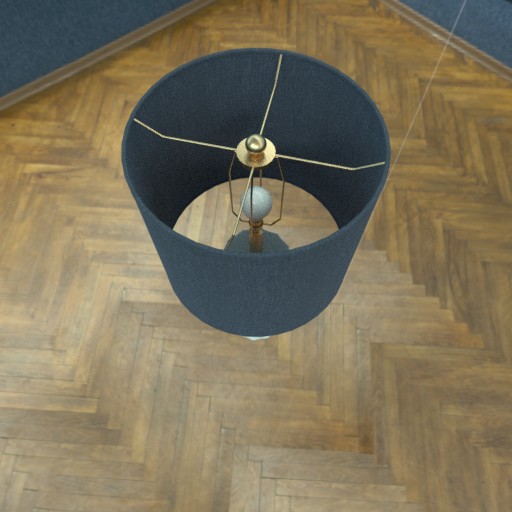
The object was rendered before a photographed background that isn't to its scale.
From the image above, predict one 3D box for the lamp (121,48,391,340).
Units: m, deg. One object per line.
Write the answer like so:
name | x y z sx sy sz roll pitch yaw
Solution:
lamp | 0.000 0.000 0.697 0.277 0.537 0.277 -36 68 -17
